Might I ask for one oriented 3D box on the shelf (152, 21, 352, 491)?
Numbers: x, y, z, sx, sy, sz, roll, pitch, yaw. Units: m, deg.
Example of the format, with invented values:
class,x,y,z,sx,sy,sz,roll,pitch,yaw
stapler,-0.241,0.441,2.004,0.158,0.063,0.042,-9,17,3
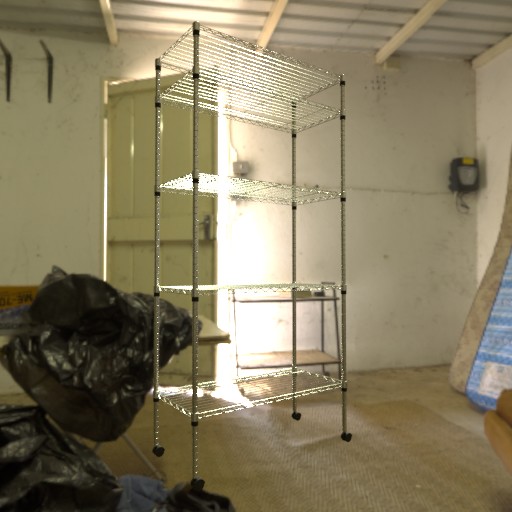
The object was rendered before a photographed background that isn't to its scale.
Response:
class,x,y,z,sx,sy,sz,roll,pitch,yaw
shelf,0.000,0.000,1.850,0.762,1.587,0.356,1,-2,-35
